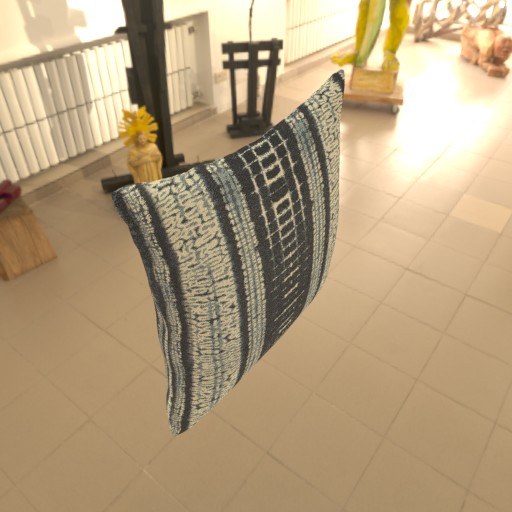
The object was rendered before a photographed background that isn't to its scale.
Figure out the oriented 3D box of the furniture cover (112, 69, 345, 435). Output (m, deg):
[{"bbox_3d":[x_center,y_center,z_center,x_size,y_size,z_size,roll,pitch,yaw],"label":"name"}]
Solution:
[{"bbox_3d":[0.000,0.000,0.663,0.133,0.435,0.425,26,47,27],"label":"furniture cover"}]
